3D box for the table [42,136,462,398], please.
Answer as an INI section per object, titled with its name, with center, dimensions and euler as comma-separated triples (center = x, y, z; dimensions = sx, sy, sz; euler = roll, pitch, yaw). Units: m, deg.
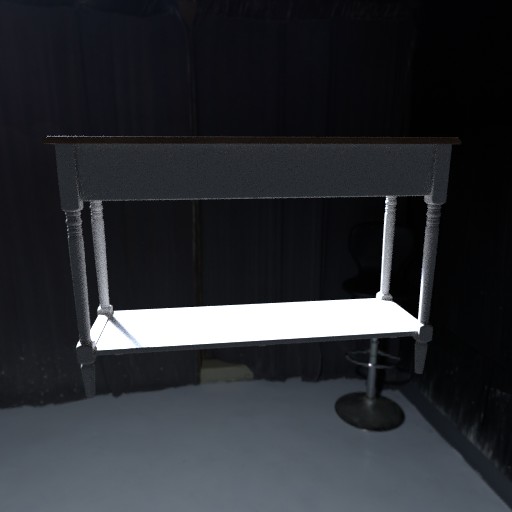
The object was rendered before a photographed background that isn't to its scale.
[table]
center = 0.000, 0.000, 1.560
dimensions = 1.219, 0.800, 0.399
euler = -2, 14, -8
